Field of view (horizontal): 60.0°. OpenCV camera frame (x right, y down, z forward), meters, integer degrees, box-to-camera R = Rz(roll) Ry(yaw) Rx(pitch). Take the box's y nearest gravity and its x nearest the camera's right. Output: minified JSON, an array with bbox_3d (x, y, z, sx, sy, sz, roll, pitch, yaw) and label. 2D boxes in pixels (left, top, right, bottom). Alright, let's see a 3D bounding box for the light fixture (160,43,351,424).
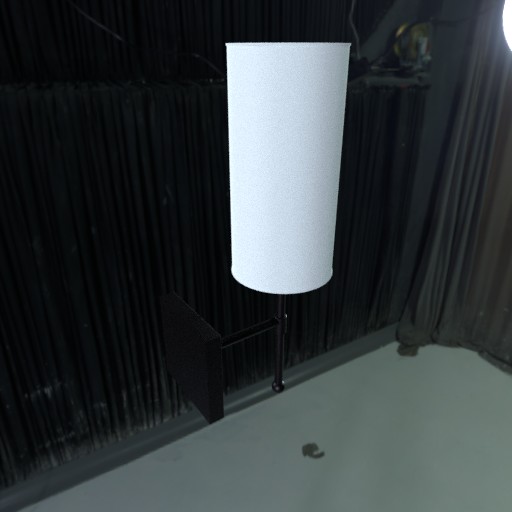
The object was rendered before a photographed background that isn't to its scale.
[{"bbox_3d":[0.000,0.000,0.533,0.208,0.462,0.128,-17,30,-31],"label":"light fixture"}]
